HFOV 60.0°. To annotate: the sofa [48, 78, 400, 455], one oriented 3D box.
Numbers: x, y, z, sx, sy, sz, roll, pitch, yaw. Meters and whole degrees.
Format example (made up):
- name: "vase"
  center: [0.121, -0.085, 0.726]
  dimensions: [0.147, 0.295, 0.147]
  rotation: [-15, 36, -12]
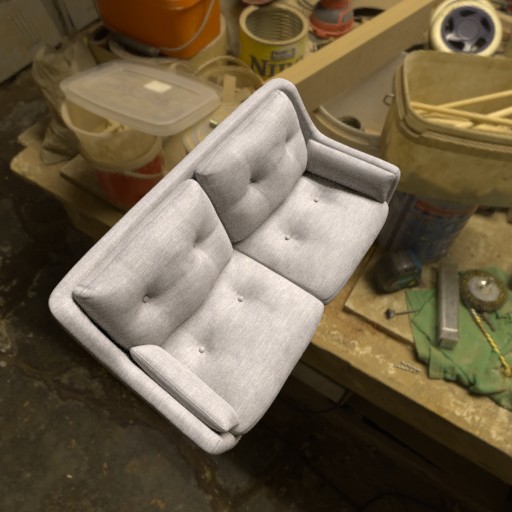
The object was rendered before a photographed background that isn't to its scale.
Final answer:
- name: "sofa"
  center: [0.000, 0.000, 2.452]
  dimensions: [0.976, 0.897, 1.930]
  rotation: [29, 62, 17]
